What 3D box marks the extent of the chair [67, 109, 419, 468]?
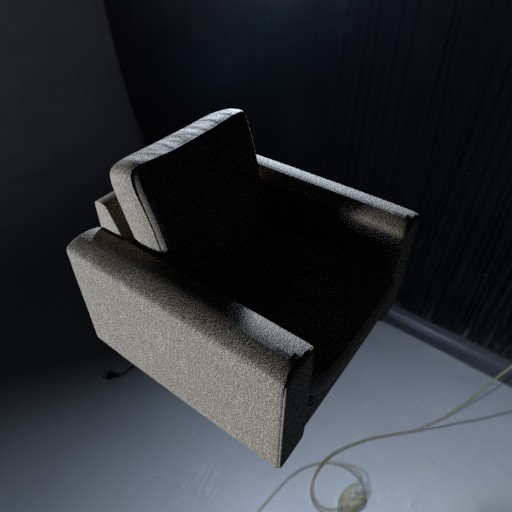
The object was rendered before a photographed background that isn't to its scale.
[{"bbox_3d":[0.000,0.000,1.785,1.016,0.873,1.005,26,47,27],"label":"chair"}]
